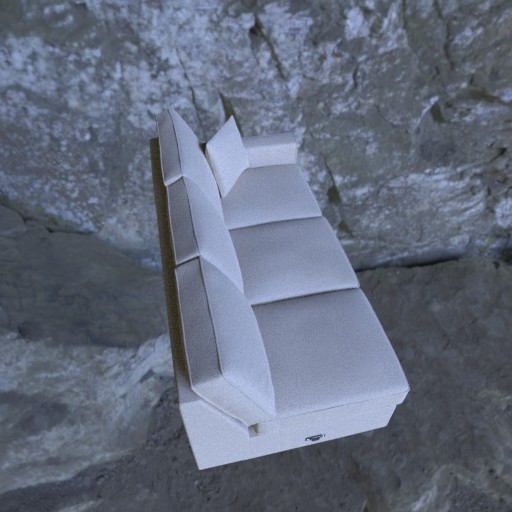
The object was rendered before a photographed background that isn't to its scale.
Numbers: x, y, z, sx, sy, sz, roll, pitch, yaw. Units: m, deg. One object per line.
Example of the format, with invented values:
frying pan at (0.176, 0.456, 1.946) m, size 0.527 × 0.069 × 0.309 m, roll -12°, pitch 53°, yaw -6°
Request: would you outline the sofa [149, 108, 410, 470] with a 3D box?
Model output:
sofa at (0.000, 0.000, 2.568) m, size 1.034 × 0.946 × 1.963 m, roll -9°, pitch 47°, yaw -9°
